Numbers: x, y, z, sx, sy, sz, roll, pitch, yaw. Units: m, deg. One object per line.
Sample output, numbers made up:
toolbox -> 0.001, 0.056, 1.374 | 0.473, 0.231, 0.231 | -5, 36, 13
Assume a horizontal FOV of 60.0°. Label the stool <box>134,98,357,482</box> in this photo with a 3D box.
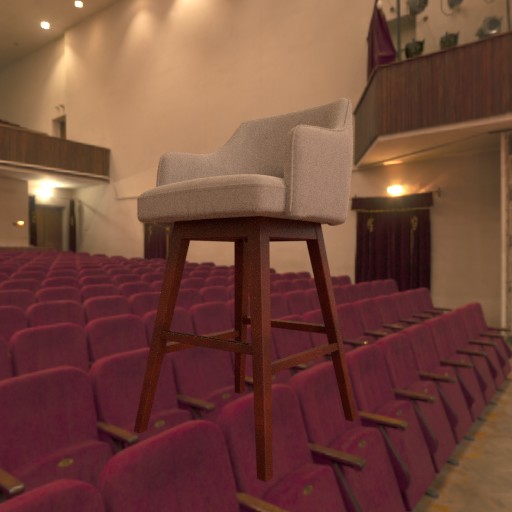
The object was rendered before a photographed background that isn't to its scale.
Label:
stool -> 0.000, 0.000, 1.349 | 0.548, 1.012, 0.558 | 0, 0, 37
